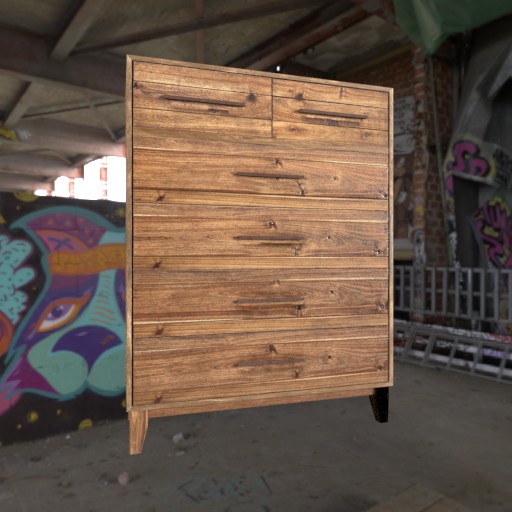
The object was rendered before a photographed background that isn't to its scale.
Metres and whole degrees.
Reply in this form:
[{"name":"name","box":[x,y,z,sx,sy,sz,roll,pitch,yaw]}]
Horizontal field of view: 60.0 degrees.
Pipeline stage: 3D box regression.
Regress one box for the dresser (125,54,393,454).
[{"name":"dresser","box":[0.000,0.000,1.886,1.062,1.393,0.442,0,0,-17]}]
